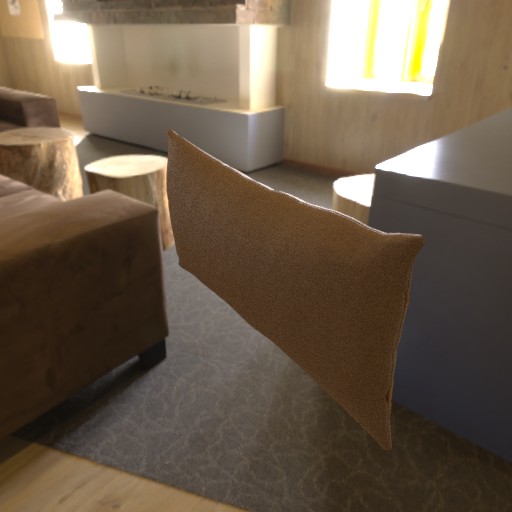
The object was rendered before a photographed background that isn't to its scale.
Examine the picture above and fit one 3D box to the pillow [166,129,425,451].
[{"bbox_3d":[0.000,0.000,0.726,0.148,0.308,0.612,-18,32,-30],"label":"pillow"}]
